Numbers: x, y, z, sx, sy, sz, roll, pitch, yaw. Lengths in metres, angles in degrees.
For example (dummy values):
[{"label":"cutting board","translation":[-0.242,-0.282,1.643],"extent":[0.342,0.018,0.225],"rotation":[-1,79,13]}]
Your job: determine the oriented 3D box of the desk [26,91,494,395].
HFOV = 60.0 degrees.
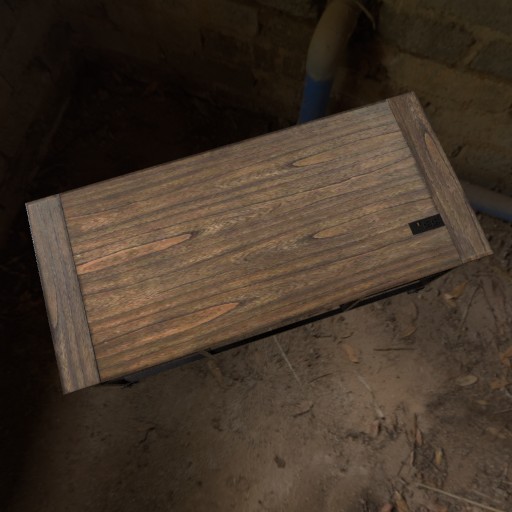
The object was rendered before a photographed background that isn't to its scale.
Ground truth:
[{"label":"desk","translation":[0.000,0.000,1.969],"extent":[1.590,0.751,0.711],"rotation":[-17,75,-5]}]
